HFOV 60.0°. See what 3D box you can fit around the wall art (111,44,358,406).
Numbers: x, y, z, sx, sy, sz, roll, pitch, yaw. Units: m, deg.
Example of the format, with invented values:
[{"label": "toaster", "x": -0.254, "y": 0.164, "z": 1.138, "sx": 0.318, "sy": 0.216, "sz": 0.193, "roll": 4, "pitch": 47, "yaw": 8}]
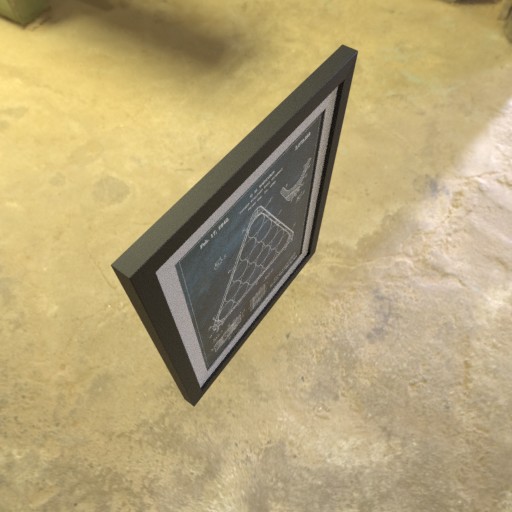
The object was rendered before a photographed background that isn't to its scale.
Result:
[{"label": "wall art", "x": 0.000, "y": 0.000, "z": 0.724, "sx": 0.025, "sy": 0.508, "sz": 0.432, "roll": 32, "pitch": 64, "yaw": 18}]
